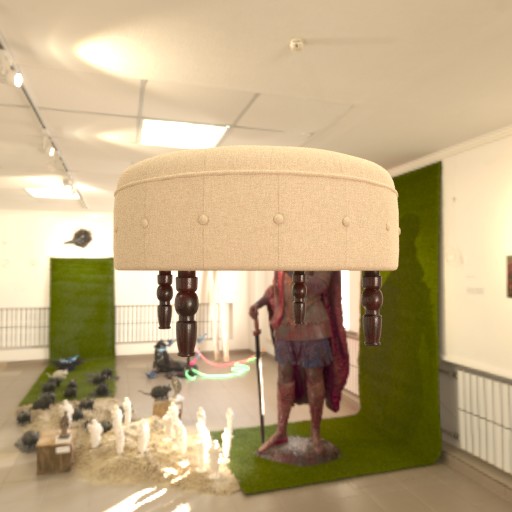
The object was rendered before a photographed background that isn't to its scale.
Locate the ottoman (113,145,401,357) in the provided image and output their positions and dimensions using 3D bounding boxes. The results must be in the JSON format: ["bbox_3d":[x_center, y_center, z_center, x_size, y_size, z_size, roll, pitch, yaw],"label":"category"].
[{"bbox_3d":[0.000,0.000,1.381,0.848,0.494,0.848,0,-2,0],"label":"ottoman"}]
